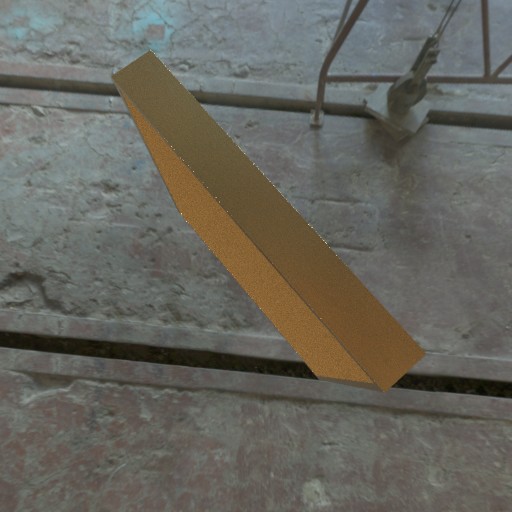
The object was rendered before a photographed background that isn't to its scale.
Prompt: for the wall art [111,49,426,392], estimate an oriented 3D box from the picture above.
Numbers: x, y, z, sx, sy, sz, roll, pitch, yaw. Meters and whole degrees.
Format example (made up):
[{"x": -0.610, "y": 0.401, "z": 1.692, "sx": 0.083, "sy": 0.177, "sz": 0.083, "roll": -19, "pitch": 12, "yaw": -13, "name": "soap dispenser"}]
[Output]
[{"x": 0.000, "y": 0.000, "z": 0.464, "sx": 0.038, "sy": 0.304, "sz": 0.304, "roll": -39, "pitch": 79, "yaw": -9, "name": "wall art"}]
